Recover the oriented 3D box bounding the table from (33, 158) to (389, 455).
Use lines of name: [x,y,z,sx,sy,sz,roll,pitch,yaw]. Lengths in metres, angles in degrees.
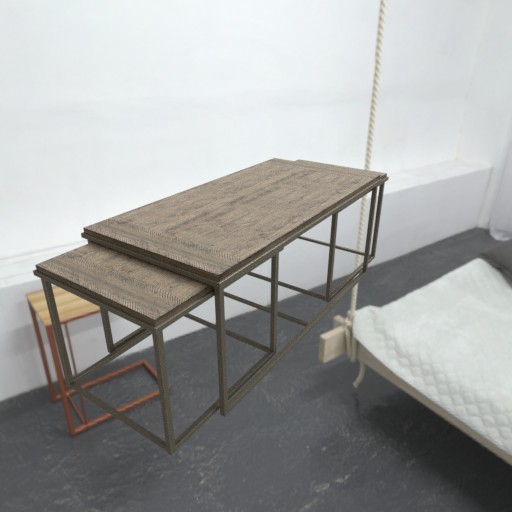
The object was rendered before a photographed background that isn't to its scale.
table: [0.000,0.000,1.539,0.489,0.427,1.312,17,31,31]
